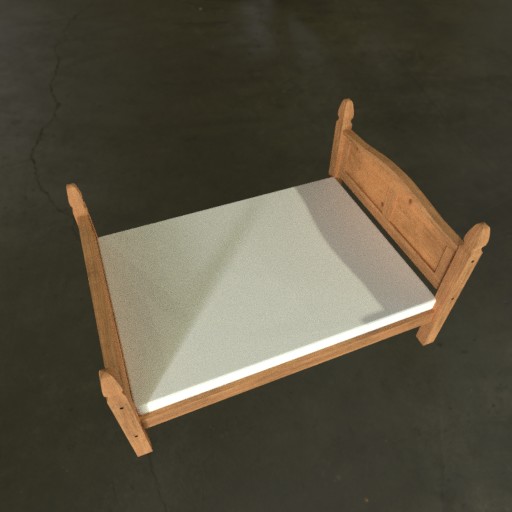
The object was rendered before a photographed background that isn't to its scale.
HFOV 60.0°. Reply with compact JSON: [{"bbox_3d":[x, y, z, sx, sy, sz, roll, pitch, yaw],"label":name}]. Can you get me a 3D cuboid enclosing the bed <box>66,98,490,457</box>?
[{"bbox_3d":[0.000,0.000,2.885,2.069,1.100,1.490,-16,50,-15],"label":"bed"}]
